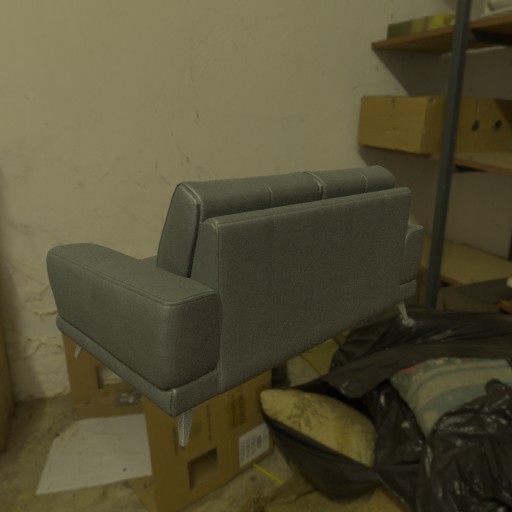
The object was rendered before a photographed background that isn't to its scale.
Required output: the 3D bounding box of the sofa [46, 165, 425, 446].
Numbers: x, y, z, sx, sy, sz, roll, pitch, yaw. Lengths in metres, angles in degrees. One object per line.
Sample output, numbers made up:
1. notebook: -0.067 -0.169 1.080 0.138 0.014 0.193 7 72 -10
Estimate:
1. sofa: 0.000 0.000 2.322 1.806 0.907 1.018 -14 21 -42
